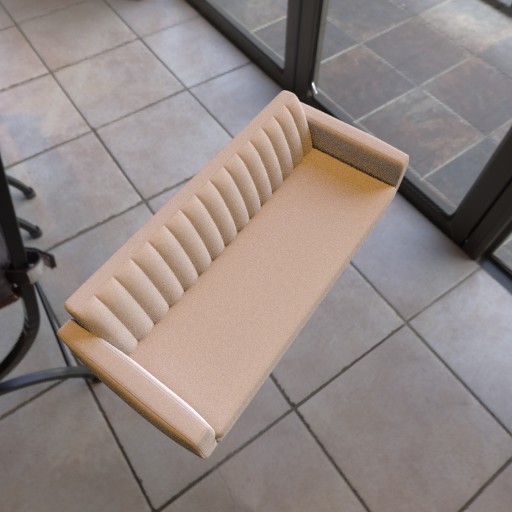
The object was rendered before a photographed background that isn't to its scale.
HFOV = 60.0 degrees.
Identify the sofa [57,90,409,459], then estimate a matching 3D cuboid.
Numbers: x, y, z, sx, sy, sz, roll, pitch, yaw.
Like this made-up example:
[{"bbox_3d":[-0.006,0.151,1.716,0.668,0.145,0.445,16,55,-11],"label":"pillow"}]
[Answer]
[{"bbox_3d":[0.000,0.000,2.831,0.990,0.821,2.291,32,65,17],"label":"sofa"}]
